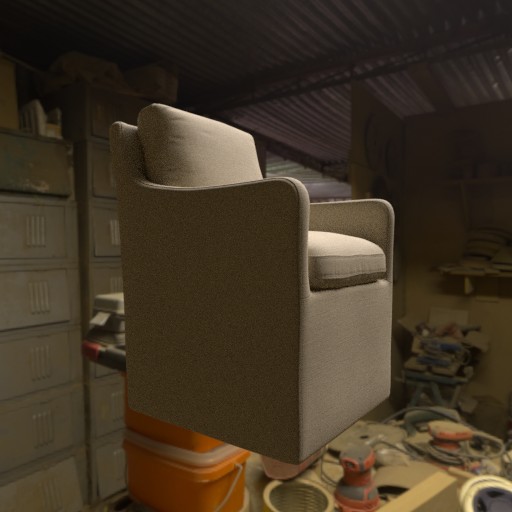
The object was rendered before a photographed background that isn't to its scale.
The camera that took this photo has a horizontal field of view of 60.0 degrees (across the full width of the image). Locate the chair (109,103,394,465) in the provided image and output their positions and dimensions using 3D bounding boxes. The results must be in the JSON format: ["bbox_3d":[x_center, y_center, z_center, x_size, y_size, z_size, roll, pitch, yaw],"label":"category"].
[{"bbox_3d":[0.000,0.000,1.378,0.694,0.914,0.626,1,1,37],"label":"chair"}]
